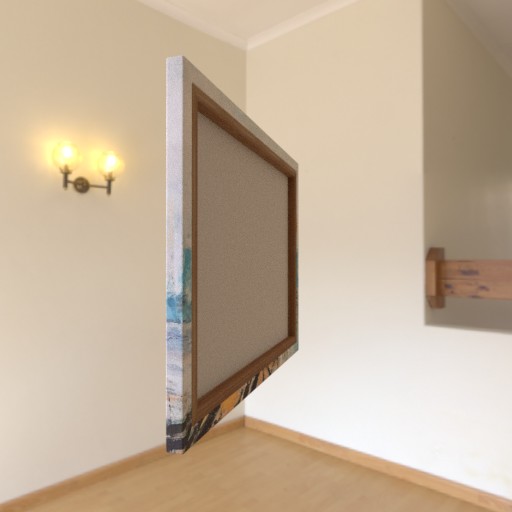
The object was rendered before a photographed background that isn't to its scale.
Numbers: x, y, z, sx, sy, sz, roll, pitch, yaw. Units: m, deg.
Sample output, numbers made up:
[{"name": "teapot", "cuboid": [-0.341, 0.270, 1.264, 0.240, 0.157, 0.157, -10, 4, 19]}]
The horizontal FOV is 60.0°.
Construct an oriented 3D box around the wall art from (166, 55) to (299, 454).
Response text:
[{"name": "wall art", "cuboid": [0.000, 0.000, 1.330, 0.038, 0.762, 1.016, 0, 0, 18]}]
